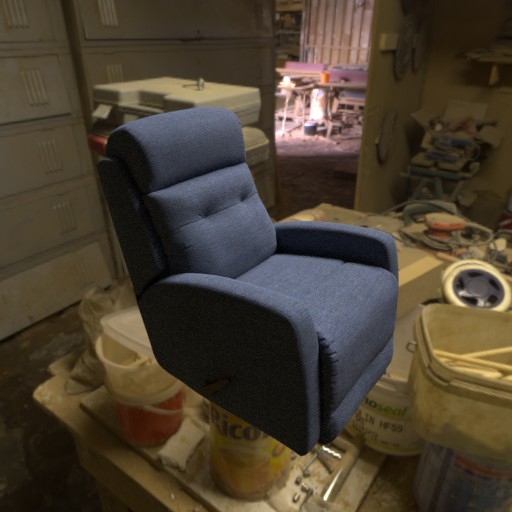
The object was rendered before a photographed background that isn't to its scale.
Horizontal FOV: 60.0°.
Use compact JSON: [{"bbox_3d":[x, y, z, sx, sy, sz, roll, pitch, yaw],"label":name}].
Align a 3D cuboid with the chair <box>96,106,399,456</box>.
[{"bbox_3d":[0.000,0.000,1.735,1.043,1.013,0.798,19,33,33],"label":"chair"}]
